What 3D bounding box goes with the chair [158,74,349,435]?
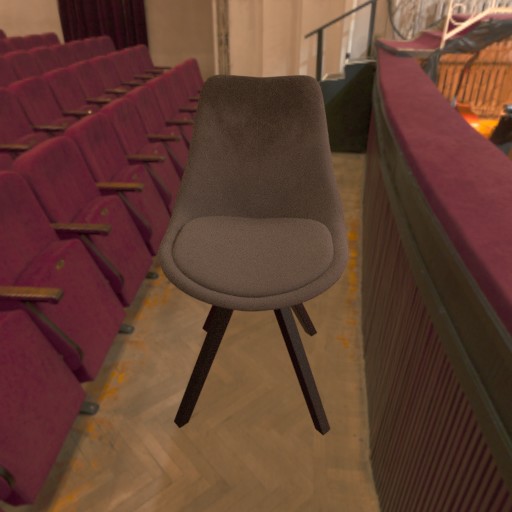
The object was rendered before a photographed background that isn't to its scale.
[{"bbox_3d":[0.000,0.000,1.200,0.476,0.850,0.550,2,30,3],"label":"chair"}]
